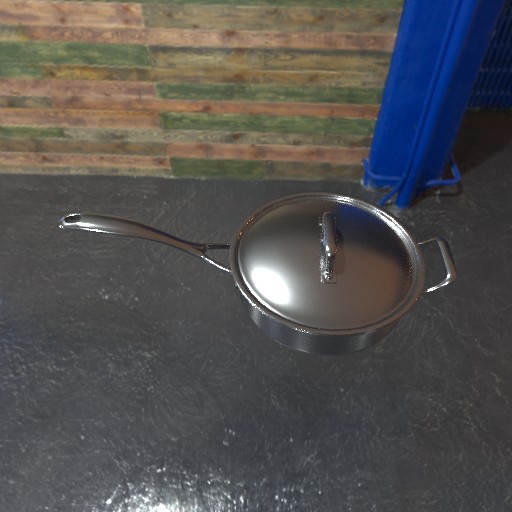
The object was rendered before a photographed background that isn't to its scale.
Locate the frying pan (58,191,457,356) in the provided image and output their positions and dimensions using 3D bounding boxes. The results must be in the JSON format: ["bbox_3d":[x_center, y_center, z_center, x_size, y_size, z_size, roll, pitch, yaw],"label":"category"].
[{"bbox_3d":[0.000,0.000,0.576,0.492,0.111,0.245,3,48,3],"label":"frying pan"}]
